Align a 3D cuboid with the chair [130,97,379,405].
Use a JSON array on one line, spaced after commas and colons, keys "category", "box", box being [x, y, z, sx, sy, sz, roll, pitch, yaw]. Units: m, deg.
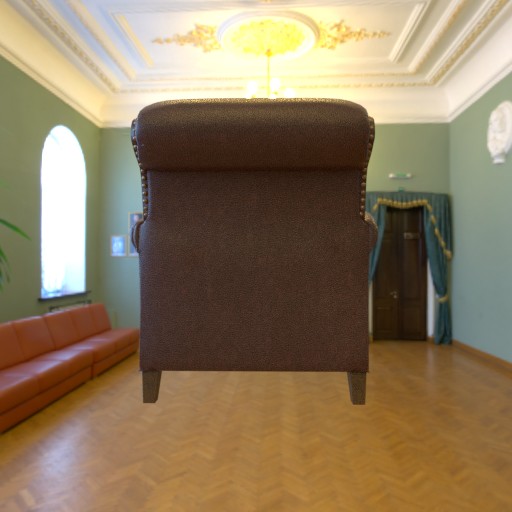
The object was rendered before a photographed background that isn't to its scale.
[{"category": "chair", "box": [0.000, 0.000, 1.653, 0.854, 0.927, 0.890, 0, -1, 1]}]
